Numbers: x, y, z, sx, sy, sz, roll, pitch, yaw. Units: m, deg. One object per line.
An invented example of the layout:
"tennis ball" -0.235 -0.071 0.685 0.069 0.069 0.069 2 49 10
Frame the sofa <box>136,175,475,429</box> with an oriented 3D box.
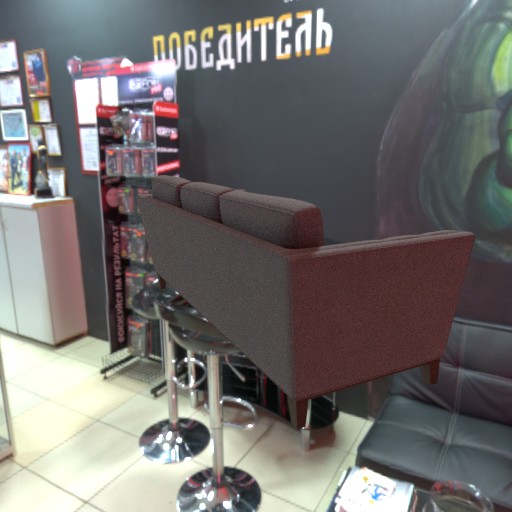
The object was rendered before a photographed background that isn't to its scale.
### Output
"sofa" 0.000 0.000 2.836 0.965 0.940 2.387 -7 15 -26
